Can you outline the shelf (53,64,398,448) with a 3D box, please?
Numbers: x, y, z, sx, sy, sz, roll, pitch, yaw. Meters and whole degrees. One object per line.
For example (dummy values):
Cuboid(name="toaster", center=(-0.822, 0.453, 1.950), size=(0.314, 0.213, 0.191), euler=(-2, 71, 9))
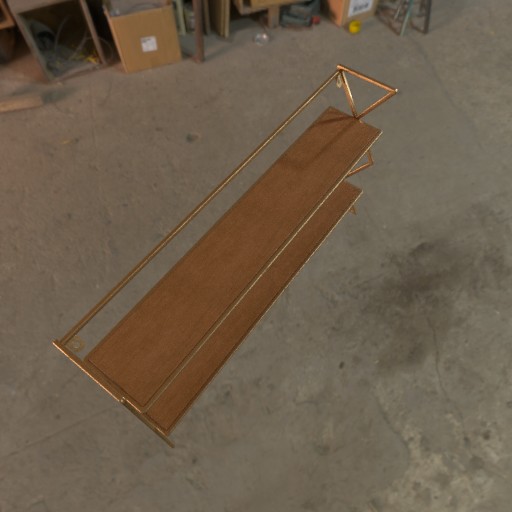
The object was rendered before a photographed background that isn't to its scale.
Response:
Cuboid(name="shelf", center=(0.000, 0.000, 1.001), size=(0.150, 0.450, 0.822), euler=(33, 64, 18))
